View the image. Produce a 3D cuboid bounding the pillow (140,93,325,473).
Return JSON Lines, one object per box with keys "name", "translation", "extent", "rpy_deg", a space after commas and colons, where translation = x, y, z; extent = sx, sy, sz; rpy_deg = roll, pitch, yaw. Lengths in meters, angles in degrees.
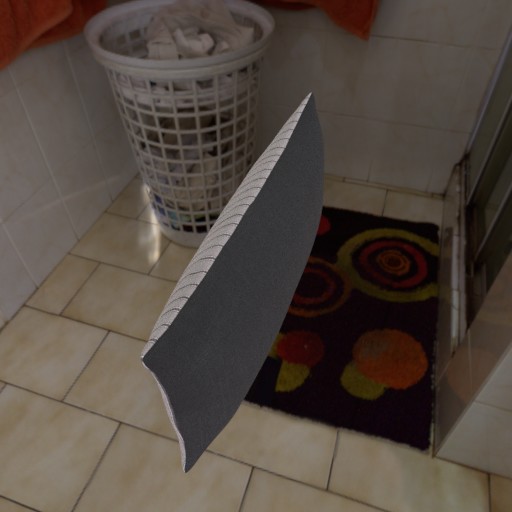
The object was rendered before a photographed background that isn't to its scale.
{"name": "pillow", "translation": [0.000, 0.000, 0.723], "extent": [0.151, 0.305, 0.609], "rpy_deg": [15, 48, 14]}
